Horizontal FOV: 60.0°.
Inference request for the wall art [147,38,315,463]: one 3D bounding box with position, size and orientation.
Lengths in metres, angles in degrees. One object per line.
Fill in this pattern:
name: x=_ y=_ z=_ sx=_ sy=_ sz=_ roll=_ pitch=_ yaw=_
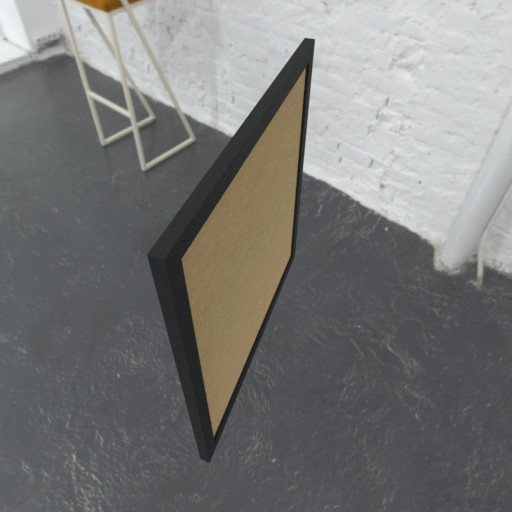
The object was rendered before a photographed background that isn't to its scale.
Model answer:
wall art: x=0.000 y=0.000 z=0.513 sx=0.012 sy=0.357 sz=0.358 roll=15 pitch=49 yaw=13
